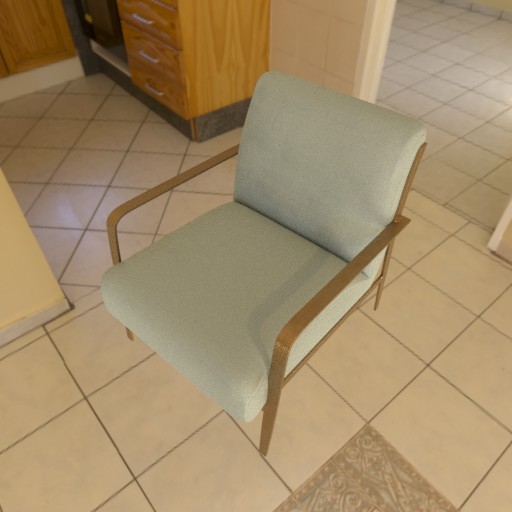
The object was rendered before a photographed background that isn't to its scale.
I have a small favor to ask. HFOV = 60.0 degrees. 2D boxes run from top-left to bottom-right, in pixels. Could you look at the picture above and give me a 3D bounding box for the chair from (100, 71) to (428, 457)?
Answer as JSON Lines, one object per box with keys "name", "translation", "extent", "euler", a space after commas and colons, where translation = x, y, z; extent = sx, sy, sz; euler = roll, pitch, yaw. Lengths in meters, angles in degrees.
{"name": "chair", "translation": [0.000, 0.000, 1.457], "extent": [0.701, 0.824, 0.842], "euler": [31, 54, 27]}
